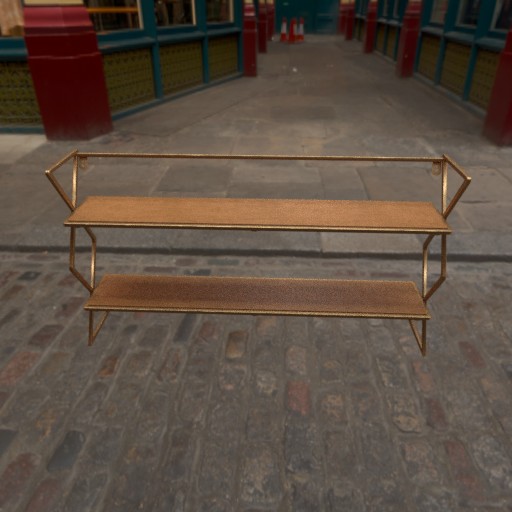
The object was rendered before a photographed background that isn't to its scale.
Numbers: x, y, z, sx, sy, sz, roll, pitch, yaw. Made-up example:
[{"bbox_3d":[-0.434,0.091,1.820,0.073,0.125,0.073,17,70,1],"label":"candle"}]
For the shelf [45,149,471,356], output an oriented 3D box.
[{"bbox_3d":[0.000,0.000,1.029,0.822,0.450,0.150,1,30,2],"label":"shelf"}]
